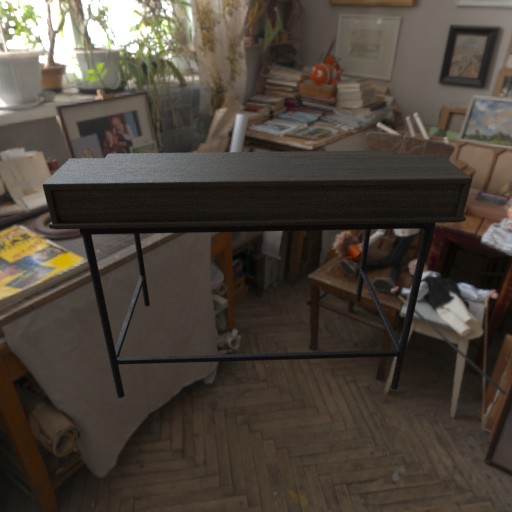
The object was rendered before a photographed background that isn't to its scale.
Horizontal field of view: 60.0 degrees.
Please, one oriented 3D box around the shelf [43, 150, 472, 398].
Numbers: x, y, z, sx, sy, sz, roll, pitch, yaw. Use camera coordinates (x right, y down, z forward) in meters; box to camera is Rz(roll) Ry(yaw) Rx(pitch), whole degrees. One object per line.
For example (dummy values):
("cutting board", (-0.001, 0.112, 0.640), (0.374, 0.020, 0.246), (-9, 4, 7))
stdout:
("shelf", (0.000, 0.000, 1.737), (1.212, 0.865, 0.685), (-1, 30, -2))
